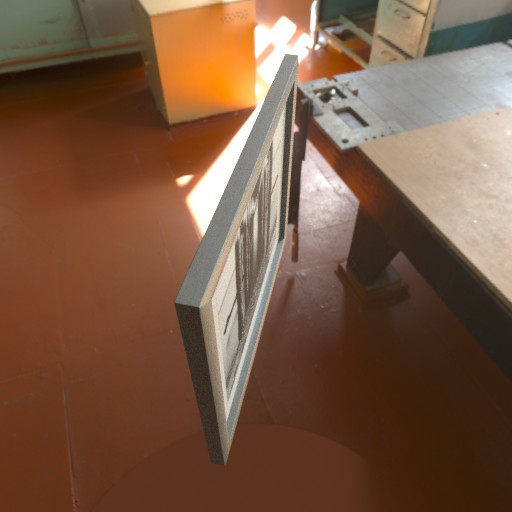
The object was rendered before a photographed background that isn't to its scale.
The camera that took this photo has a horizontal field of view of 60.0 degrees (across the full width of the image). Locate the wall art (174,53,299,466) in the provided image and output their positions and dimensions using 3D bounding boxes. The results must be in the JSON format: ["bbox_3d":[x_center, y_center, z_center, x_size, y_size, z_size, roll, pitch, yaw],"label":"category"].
[{"bbox_3d":[0.000,0.000,0.763,0.028,0.457,0.556,10,48,9],"label":"wall art"}]
